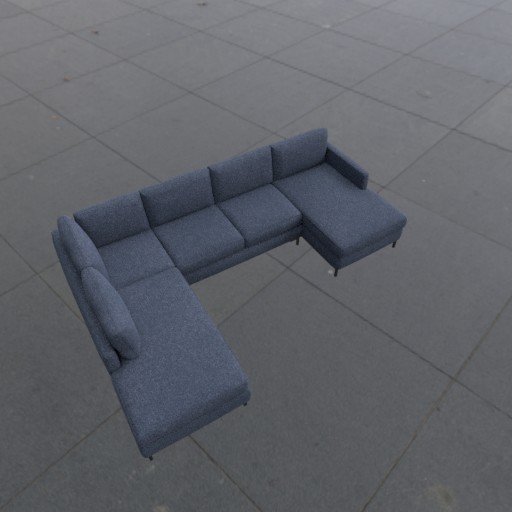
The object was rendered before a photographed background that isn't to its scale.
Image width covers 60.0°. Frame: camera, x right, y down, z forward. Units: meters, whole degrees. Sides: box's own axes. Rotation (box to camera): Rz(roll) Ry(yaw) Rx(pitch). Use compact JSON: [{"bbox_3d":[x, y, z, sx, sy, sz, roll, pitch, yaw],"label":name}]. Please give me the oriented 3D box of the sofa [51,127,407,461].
[{"bbox_3d":[0.000,0.000,3.851,2.956,0.813,2.007,-24,51,-21],"label":"sofa"}]
